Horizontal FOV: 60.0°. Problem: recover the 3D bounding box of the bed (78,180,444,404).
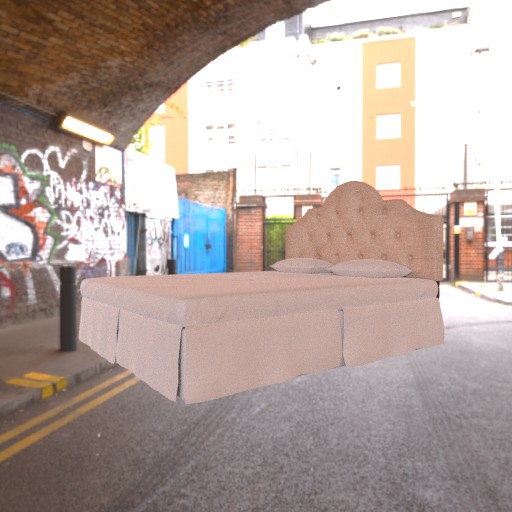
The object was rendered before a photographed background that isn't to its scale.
[{"bbox_3d":[0.000,0.000,3.015,1.970,1.194,1.667,-1,1,-36],"label":"bed"}]
